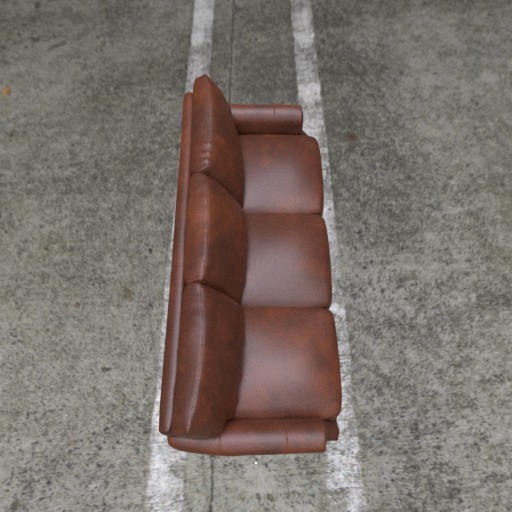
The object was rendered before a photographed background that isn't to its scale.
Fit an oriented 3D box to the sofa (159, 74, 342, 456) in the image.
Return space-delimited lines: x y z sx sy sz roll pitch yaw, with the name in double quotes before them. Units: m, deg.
"sofa" 0.000 0.000 2.853 0.973 0.977 2.351 -1 65 0
